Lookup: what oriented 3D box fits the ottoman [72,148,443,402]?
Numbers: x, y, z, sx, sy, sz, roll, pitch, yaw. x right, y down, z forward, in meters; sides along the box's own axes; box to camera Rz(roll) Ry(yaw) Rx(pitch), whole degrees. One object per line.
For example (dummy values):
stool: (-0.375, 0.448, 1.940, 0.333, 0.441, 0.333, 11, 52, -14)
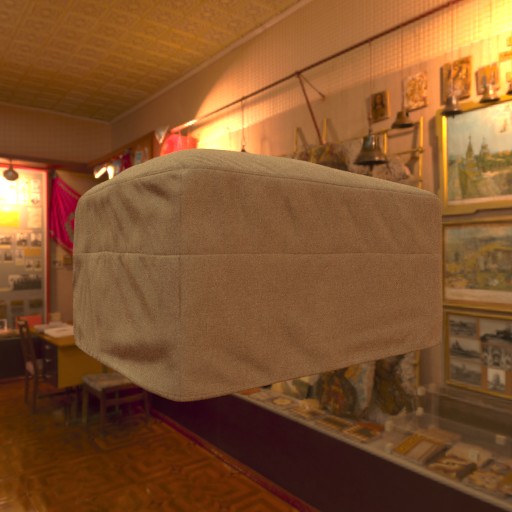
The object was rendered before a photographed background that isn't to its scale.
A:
ottoman: (0.000, 0.000, 1.220, 0.837, 0.481, 0.683, 0, 0, -37)
